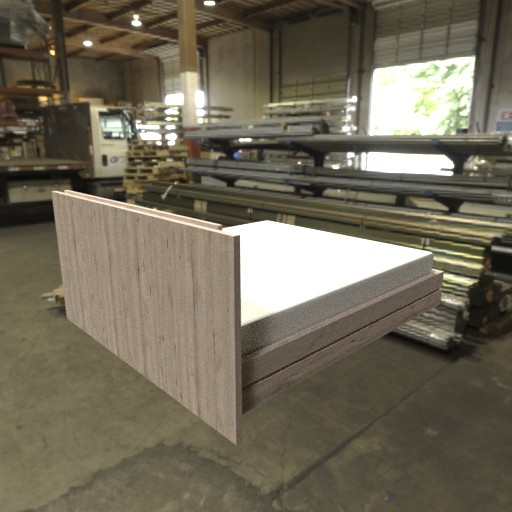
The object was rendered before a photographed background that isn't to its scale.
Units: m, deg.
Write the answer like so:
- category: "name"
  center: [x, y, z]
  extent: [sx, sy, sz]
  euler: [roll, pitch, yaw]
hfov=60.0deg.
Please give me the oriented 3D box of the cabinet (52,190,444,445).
- category: "cabinet"
  center: [0.000, 0.000, 3.217]
  extent: [2.080, 0.970, 1.950]
  euler: [-14, 21, -41]
